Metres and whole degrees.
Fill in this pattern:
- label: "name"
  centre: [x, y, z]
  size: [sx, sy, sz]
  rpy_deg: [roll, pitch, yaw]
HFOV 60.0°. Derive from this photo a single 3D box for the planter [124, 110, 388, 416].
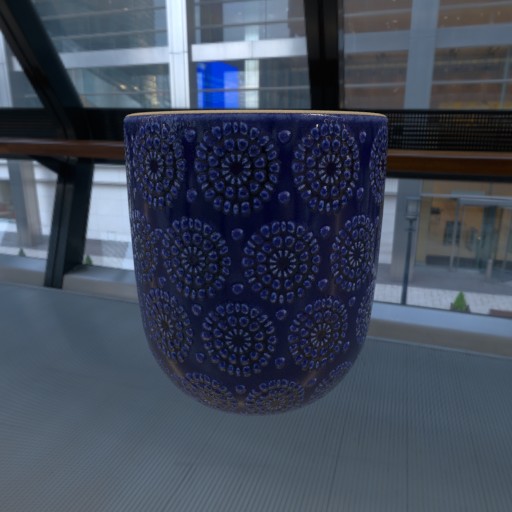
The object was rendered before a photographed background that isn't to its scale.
- label: "planter"
  centre: [0.000, 0.000, 0.343]
  size: [0.184, 0.206, 0.184]
  rpy_deg: [0, 15, 0]
